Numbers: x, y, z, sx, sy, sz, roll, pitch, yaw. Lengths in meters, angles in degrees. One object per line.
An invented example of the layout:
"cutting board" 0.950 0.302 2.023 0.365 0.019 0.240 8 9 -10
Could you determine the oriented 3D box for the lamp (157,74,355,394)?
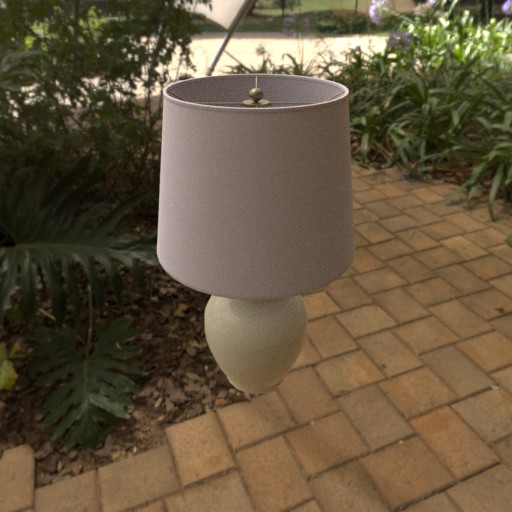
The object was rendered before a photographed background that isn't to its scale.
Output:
"lamp" 0.000 0.000 0.555 0.239 0.399 0.239 0 31 0
